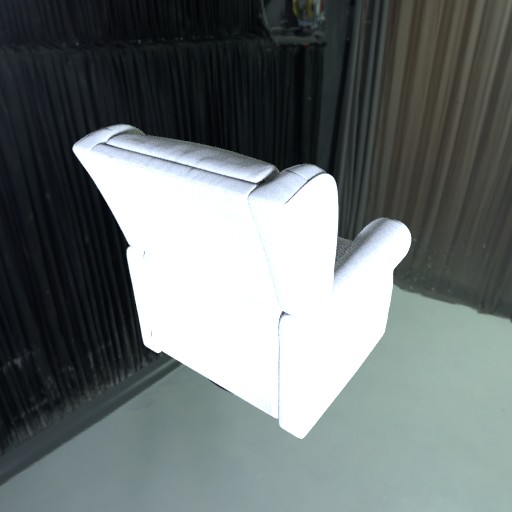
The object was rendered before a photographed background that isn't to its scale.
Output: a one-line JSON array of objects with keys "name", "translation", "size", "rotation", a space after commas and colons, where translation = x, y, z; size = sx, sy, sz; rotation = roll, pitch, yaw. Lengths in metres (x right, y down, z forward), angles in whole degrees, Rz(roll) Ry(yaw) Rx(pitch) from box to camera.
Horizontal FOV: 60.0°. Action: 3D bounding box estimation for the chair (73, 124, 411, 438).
[{"name": "chair", "translation": [0.000, 0.000, 1.656], "size": [0.906, 0.967, 0.854], "rotation": [20, 35, 32]}]
